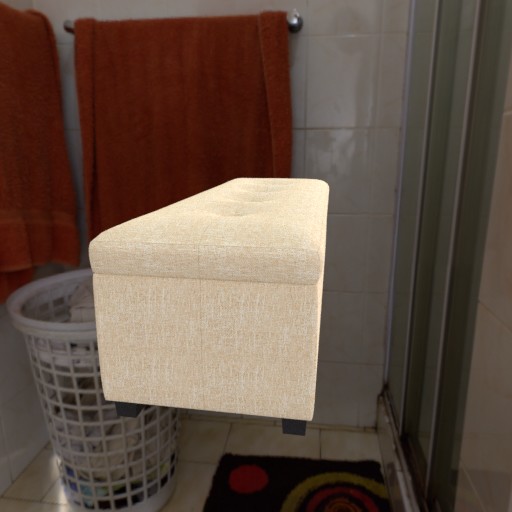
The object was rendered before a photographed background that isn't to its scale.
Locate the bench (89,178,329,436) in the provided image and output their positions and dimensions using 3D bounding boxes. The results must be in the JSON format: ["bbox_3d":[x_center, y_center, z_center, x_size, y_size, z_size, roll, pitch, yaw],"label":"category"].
[{"bbox_3d":[0.000,0.000,1.395,0.432,0.406,1.219,2,15,9],"label":"bench"}]
